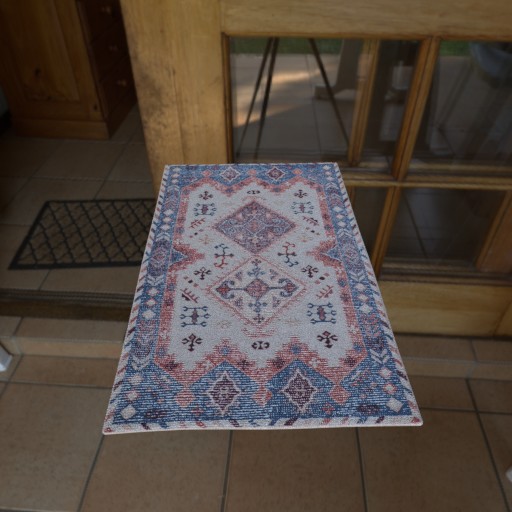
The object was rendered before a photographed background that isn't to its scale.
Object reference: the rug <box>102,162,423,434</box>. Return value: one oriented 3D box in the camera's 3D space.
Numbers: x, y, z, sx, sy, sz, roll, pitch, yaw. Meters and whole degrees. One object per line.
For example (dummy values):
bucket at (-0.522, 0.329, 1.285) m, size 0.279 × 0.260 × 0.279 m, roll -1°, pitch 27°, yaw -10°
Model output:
rug at (0.000, 0.000, 3.004) m, size 1.521 × 0.023 × 2.464 m, roll -1°, pitch 42°, yaw -1°
